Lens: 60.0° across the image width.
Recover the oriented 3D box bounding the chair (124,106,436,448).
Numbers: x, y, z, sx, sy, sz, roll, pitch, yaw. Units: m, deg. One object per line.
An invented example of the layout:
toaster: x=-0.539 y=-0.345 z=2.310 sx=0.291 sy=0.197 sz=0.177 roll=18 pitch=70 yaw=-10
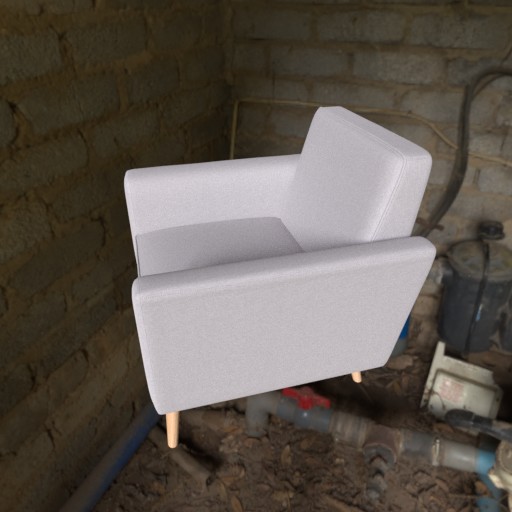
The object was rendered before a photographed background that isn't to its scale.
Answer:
chair: x=0.000 y=0.000 z=1.404 sx=0.750 sy=0.780 sz=0.780 roll=-8 pitch=32 yaw=-13
